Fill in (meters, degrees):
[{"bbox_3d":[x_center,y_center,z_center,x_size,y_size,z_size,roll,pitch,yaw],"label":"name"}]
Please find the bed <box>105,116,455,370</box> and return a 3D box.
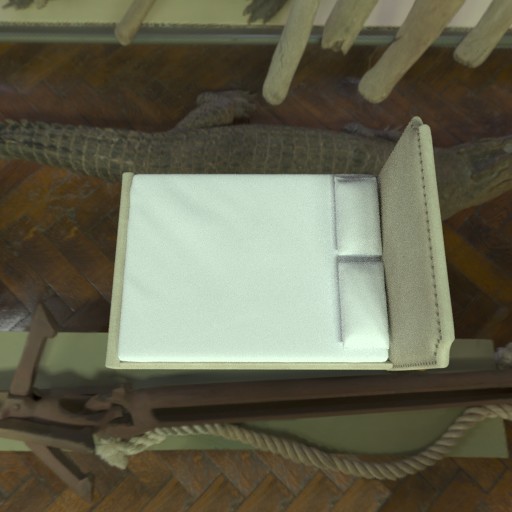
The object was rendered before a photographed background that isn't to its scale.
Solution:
[{"bbox_3d":[0.000,0.000,3.446,2.372,1.443,1.712,0,74,0],"label":"bed"}]
